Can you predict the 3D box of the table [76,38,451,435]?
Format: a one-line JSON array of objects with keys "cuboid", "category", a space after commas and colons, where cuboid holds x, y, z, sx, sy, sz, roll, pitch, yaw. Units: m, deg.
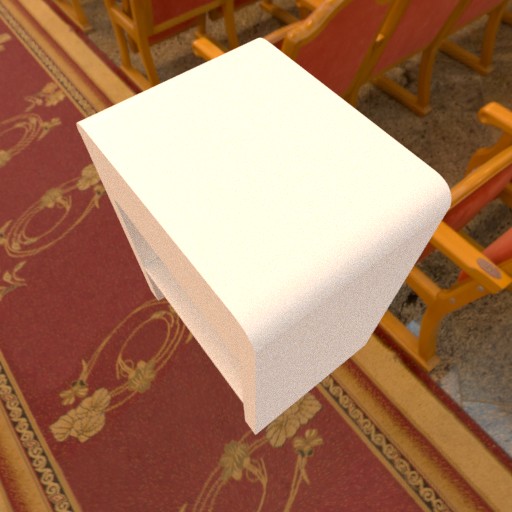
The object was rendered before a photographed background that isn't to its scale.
[{"cuboid": [0.000, 0.000, 0.874, 0.350, 0.590, 0.450, -33, 65, -18], "category": "table"}]
